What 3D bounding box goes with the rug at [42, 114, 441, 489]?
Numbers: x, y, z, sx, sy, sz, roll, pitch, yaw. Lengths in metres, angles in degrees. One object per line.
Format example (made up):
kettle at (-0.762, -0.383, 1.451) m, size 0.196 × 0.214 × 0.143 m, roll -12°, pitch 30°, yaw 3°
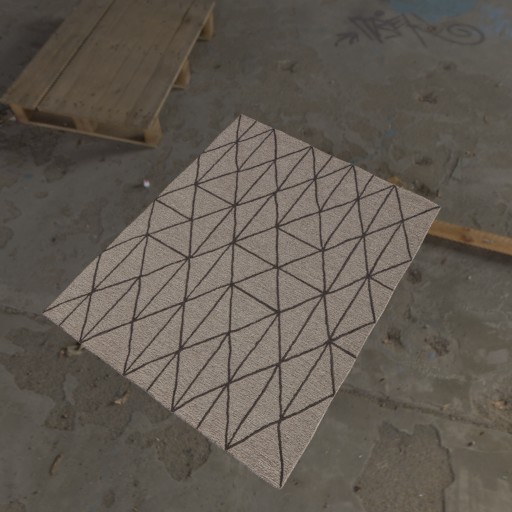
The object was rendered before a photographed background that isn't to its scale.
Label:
rug at (0.000, 0.000, 4.146) m, size 2.468 × 0.022 × 3.061 m, roll 30°, pitch 63°, yaw 17°
